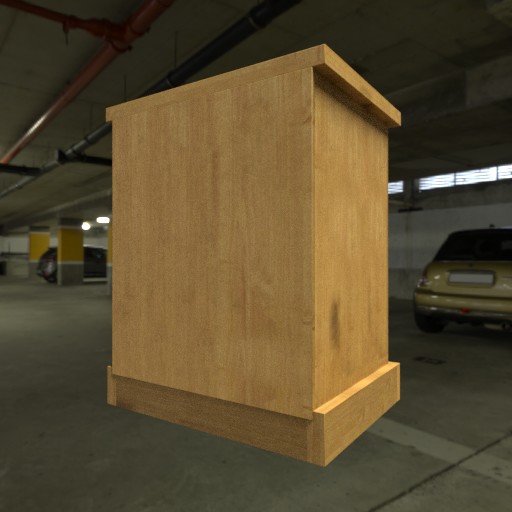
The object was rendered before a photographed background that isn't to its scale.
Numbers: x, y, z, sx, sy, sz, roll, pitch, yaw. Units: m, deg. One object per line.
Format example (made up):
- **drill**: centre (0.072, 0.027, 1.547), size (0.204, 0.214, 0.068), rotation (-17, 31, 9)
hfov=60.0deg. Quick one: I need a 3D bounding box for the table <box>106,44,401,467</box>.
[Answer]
- **table**: centre (0.000, 0.000, 1.241), size (0.660, 0.813, 0.500), rotation (0, 0, 34)
